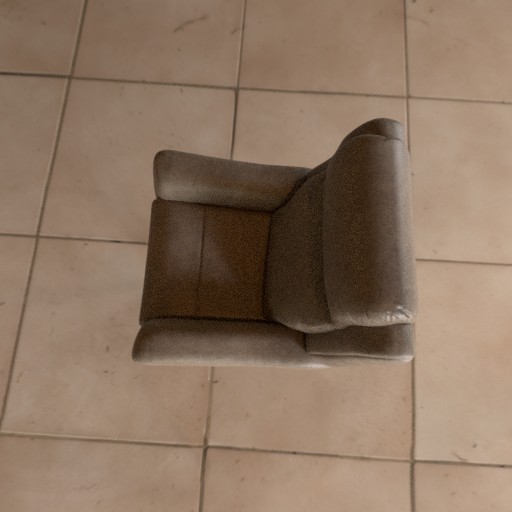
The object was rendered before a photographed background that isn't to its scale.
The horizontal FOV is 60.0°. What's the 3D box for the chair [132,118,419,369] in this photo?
[{"bbox_3d":[0.000,0.000,1.940,1.068,1.116,0.967,2,75,1],"label":"chair"}]
